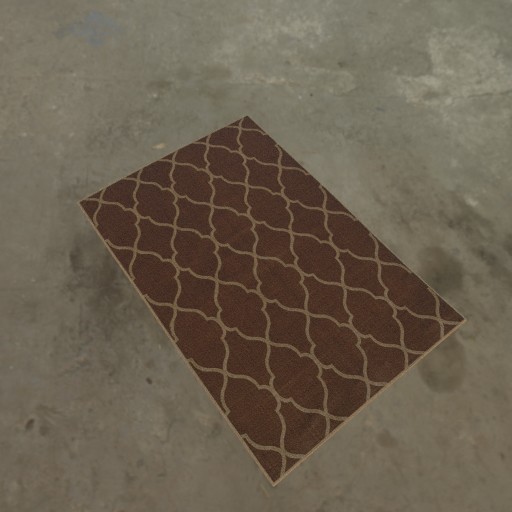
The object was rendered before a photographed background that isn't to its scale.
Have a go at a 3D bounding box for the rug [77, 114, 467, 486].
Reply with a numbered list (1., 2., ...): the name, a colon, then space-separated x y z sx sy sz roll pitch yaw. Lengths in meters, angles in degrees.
1. rug: 0.000 0.000 2.960 1.528 0.014 2.294 -33 64 -18
